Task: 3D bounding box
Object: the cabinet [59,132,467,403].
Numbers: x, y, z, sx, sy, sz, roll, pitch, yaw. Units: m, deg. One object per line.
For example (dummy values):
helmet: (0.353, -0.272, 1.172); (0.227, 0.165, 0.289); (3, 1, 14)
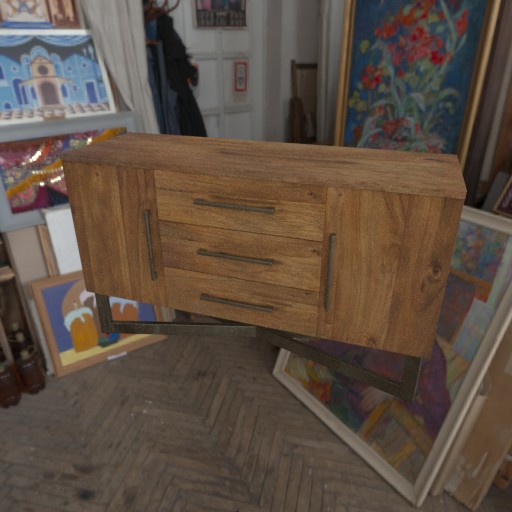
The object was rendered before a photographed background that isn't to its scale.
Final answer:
cabinet: (0.000, 0.000, 1.780); (1.373, 0.812, 0.480); (9, 27, 17)
